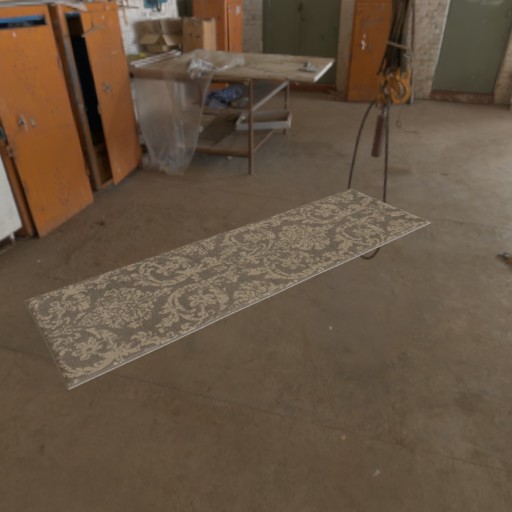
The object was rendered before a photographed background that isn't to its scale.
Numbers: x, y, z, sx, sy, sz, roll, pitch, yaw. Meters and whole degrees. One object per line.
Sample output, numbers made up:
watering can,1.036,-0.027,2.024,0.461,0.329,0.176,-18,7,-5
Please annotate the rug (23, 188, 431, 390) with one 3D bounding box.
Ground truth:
rug,0.000,0.000,2.385,2.196,0.011,0.662,-21,37,-31
